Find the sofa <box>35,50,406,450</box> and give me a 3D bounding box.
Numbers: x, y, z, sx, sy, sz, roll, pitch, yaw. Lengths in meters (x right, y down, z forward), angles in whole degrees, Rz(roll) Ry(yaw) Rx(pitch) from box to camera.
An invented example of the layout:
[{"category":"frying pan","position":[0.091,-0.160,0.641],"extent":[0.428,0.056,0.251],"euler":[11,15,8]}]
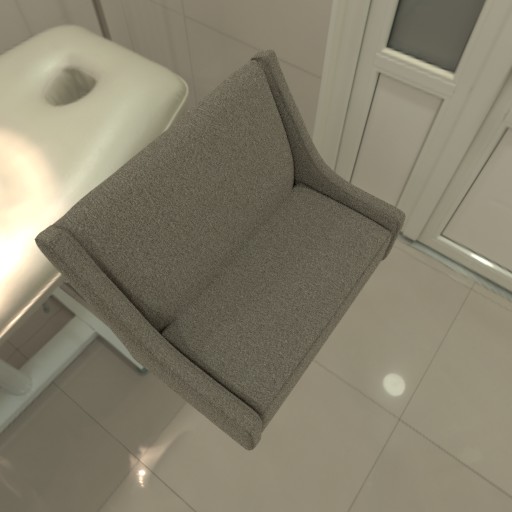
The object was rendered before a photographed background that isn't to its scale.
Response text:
[{"category":"sofa","position":[0.000,0.000,1.919],"extent":[0.862,1.026,1.242],"euler":[32,64,18]}]
